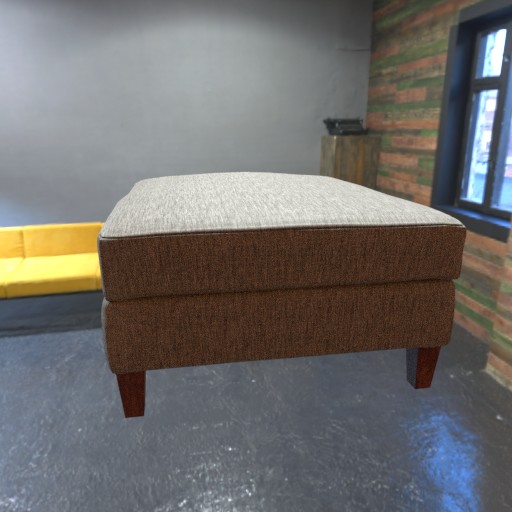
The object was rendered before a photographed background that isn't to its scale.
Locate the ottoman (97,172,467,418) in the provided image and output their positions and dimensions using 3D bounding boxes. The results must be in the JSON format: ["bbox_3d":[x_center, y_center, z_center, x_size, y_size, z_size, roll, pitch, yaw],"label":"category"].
[{"bbox_3d":[0.000,0.000,1.451,0.839,0.492,0.994,-3,16,-9],"label":"ottoman"}]
